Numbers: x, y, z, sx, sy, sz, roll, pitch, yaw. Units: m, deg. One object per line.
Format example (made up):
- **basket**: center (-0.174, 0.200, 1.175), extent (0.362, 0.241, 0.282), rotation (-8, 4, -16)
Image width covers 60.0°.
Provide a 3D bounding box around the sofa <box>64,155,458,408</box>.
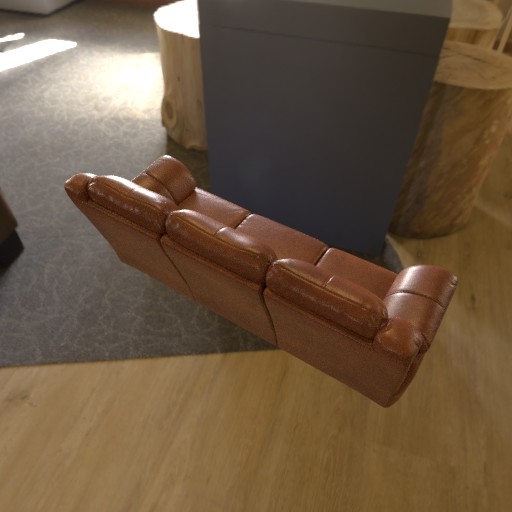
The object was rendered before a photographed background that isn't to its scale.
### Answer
- **sofa**: center (0.000, 0.000, 2.886), extent (2.337, 1.043, 0.991), rotation (25, 52, 22)
